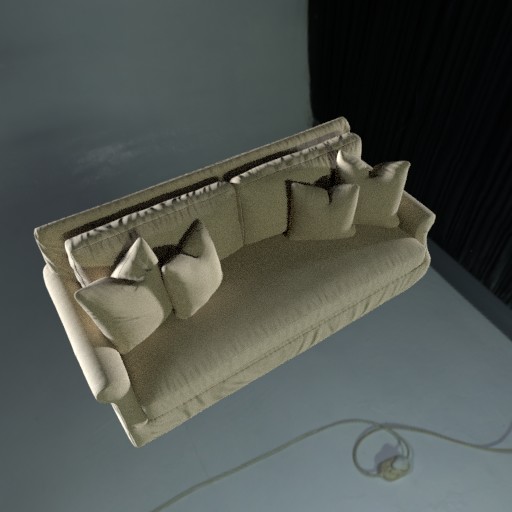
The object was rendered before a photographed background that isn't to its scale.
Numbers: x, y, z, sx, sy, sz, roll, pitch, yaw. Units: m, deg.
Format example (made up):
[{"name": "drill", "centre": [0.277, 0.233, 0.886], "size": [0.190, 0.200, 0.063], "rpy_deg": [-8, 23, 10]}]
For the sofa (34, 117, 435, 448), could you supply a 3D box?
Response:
[{"name": "sofa", "centre": [0.000, 0.000, 2.725], "size": [2.285, 0.904, 1.067], "rpy_deg": [-25, 51, -22]}]
